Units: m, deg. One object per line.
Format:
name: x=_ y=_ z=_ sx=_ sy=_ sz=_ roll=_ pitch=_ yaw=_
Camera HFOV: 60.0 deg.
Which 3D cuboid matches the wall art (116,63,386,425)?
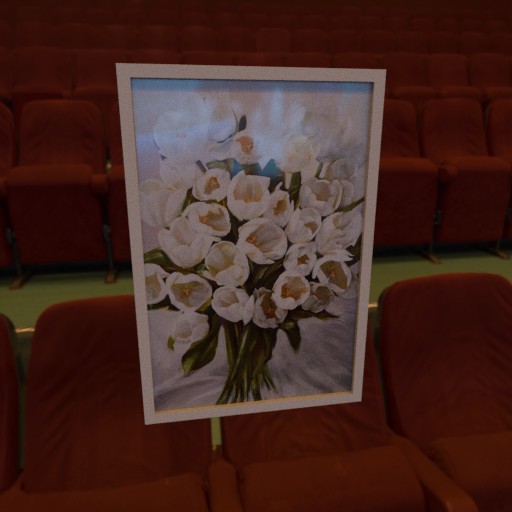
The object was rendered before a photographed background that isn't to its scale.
wall art: x=0.000 y=0.000 z=0.544 sx=0.293 sy=0.428 sz=0.025 roll=-3 pitch=16 yaw=-10
